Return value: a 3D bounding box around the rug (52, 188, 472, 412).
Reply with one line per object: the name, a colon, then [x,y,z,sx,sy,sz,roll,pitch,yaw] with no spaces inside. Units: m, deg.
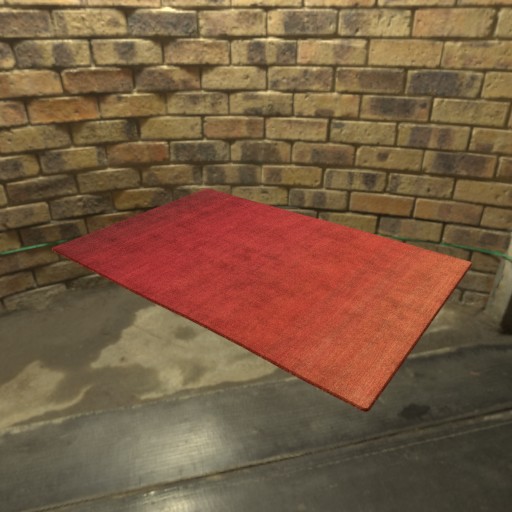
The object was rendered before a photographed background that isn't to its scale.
rug: [0.000,0.000,2.314,1.835,0.018,1.230,20,34,33]
